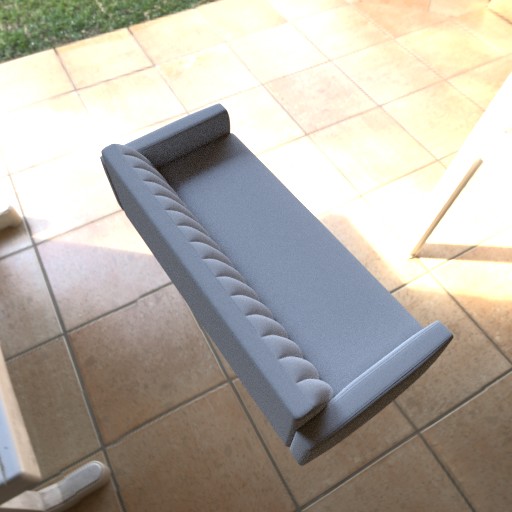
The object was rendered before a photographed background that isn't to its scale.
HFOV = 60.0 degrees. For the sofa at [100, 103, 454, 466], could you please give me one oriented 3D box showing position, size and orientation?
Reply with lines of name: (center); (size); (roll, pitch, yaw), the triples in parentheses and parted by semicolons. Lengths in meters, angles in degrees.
sofa: (0.000, 0.000, 2.797); (0.990, 0.821, 2.291); (-31, 62, -18)
